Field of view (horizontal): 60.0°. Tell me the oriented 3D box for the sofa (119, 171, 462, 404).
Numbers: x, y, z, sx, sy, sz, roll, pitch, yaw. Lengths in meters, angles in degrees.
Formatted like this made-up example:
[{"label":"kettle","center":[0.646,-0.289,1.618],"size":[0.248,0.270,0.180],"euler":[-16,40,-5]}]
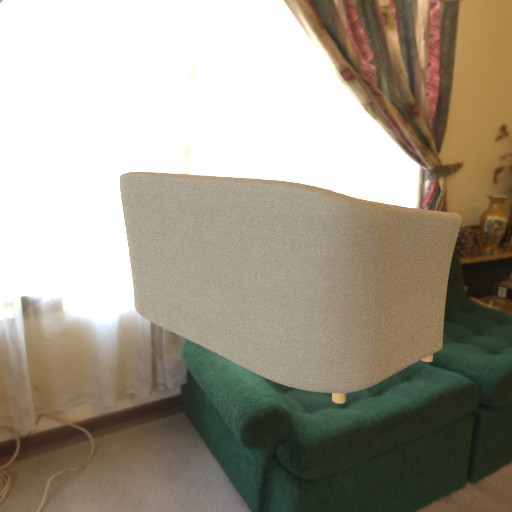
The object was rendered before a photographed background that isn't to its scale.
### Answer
[{"label":"sofa","center":[0.000,0.000,1.930],"size":[1.452,0.721,0.705],"euler":[13,19,43]}]
